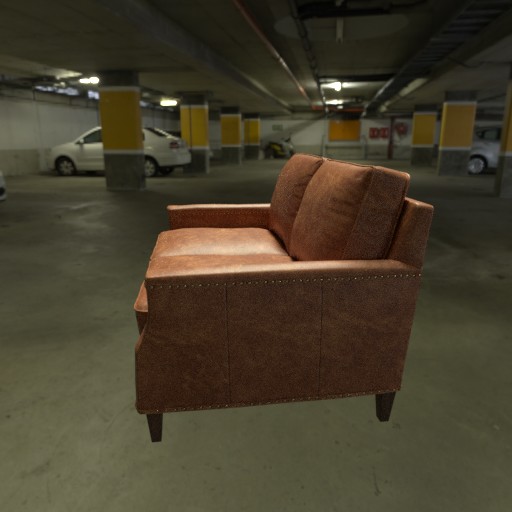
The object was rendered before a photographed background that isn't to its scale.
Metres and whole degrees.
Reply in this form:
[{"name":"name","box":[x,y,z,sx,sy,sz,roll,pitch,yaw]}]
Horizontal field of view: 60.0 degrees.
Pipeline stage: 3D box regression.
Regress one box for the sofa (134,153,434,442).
[{"name":"sofa","box":[0.000,0.000,2.287,1.084,1.003,1.597,-2,15,-8]}]
